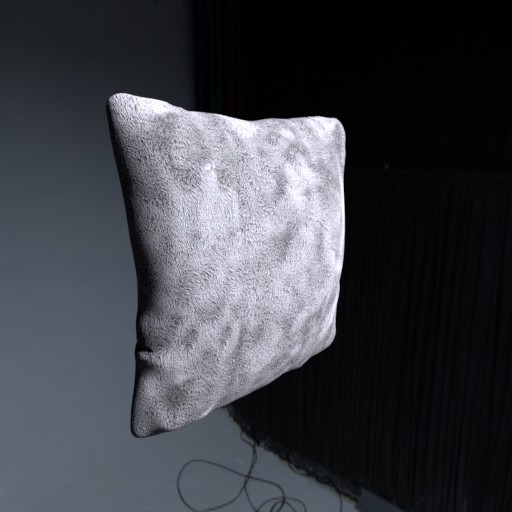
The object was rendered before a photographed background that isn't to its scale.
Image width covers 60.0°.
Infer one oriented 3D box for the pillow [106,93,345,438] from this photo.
[{"bbox_3d":[0.000,0.000,0.801,0.204,0.520,0.522,13,19,42],"label":"pillow"}]
